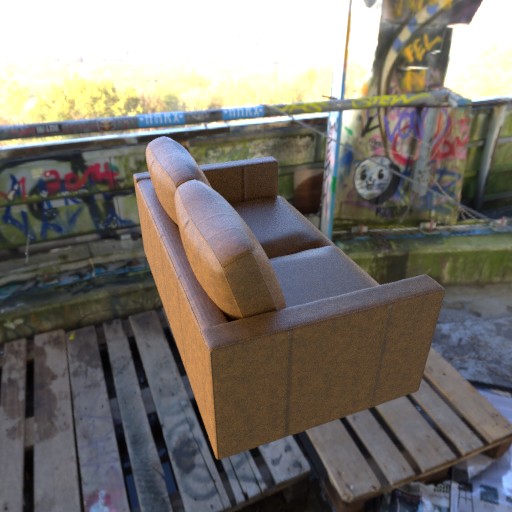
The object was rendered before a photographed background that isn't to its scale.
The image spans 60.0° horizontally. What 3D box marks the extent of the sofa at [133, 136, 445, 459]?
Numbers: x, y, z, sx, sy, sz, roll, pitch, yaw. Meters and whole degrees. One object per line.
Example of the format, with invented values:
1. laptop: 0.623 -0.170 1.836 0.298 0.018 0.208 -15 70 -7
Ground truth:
1. sofa: 0.000 0.000 2.170 0.909 0.951 1.578 -11 33 -18
